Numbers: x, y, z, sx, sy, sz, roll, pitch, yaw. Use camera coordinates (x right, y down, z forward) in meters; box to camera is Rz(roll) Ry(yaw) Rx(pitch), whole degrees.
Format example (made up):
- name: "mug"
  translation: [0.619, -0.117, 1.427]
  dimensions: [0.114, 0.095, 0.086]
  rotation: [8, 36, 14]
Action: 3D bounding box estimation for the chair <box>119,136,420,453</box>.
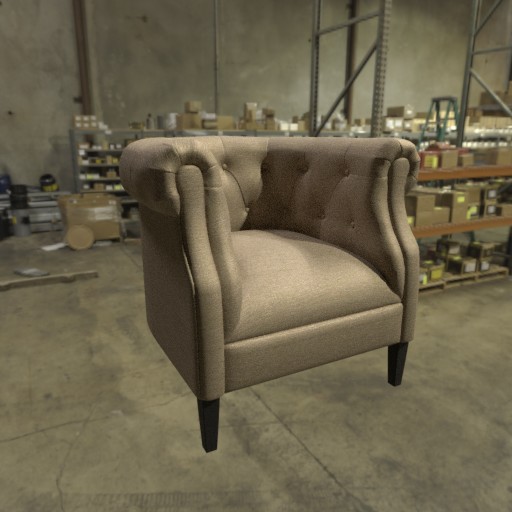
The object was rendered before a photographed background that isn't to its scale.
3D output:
- name: "chair"
  translation: [0.000, 0.000, 1.585]
  dimensions: [0.905, 0.827, 0.852]
  rotation: [-8, 18, -27]
